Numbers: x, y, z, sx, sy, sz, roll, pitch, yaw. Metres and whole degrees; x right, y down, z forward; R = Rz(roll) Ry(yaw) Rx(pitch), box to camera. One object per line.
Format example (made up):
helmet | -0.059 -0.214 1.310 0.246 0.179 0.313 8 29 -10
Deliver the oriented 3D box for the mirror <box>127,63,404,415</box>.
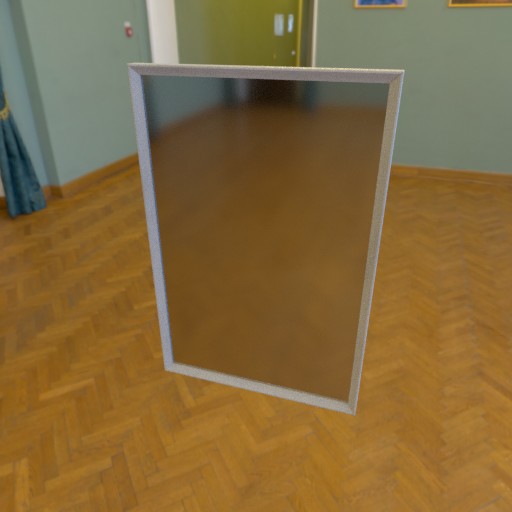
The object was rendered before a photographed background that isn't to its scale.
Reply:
mirror | 0.000 0.000 1.160 0.609 0.915 0.041 9 29 16
